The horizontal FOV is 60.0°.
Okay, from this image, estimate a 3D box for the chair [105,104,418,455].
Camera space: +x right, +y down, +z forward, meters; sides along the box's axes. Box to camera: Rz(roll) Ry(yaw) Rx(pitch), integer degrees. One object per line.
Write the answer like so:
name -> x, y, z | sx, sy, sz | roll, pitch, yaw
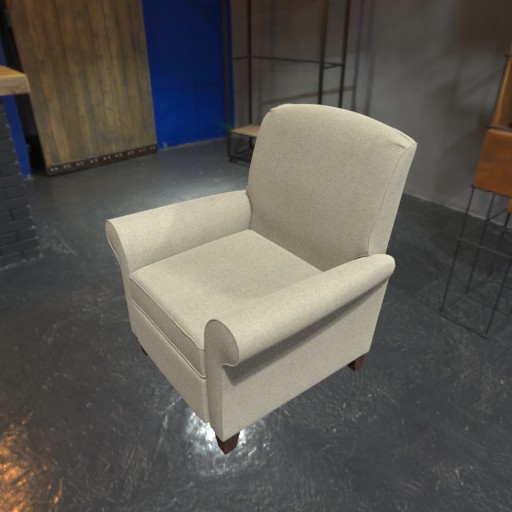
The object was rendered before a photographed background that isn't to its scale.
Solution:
chair -> 0.000, 0.000, 1.802 | 0.905, 1.061, 0.978 | -21, 36, -32
